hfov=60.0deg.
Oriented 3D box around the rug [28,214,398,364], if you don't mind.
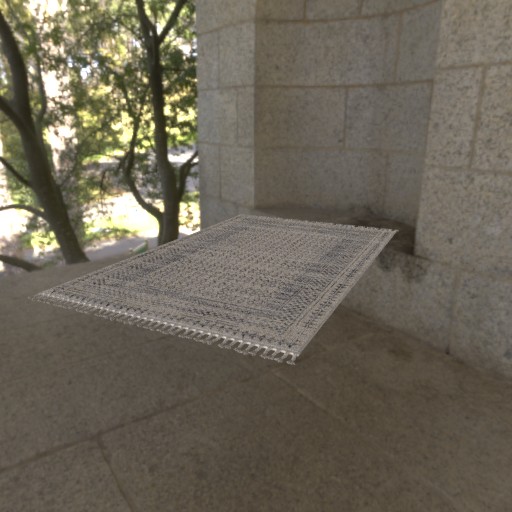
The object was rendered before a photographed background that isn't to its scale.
[{"bbox_3d":[0.000,0.000,3.112,1.548,0.013,2.486,8,19,25],"label":"rug"}]
